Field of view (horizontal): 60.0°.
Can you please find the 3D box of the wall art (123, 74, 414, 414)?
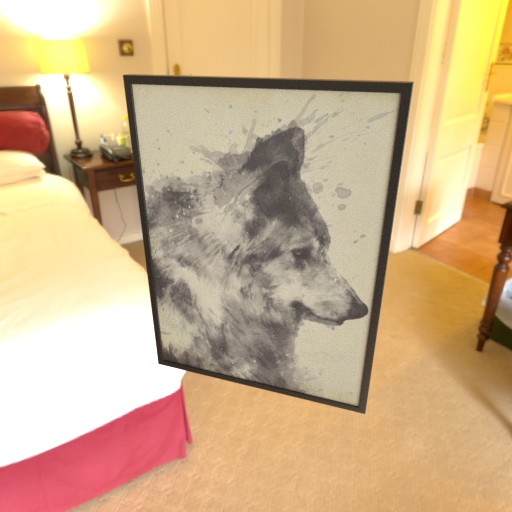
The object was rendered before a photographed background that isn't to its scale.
[{"bbox_3d":[0.000,0.000,1.419,0.804,1.061,0.039,9,27,17],"label":"wall art"}]
